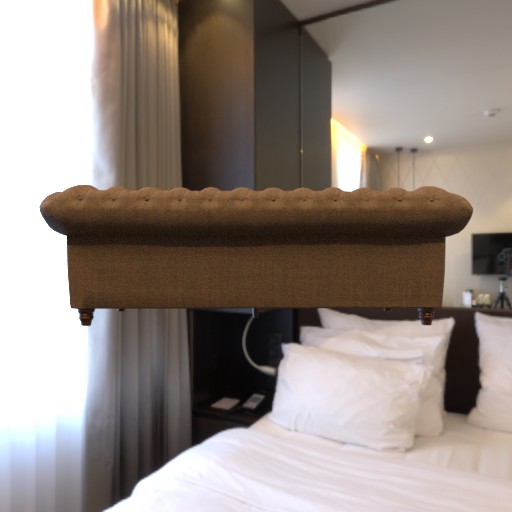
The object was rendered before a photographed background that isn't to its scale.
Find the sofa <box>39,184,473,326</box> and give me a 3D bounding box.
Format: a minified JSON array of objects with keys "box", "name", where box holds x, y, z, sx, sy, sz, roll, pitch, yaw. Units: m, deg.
[{"box":[0.000,0.000,2.783,2.385,0.787,0.944,0,0,-1],"name":"sofa"}]
